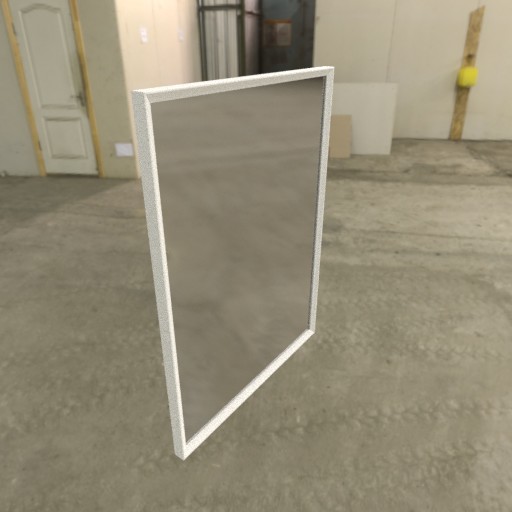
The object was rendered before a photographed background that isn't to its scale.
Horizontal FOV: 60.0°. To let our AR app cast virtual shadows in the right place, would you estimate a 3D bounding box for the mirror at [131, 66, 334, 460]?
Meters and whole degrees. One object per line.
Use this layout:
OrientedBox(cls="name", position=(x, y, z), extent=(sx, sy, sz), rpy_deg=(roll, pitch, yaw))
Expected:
OrientedBox(cls="mirror", position=(0.000, 0.000, 1.344), extent=(0.041, 1.016, 0.762), rpy_deg=(19, 33, 32))
